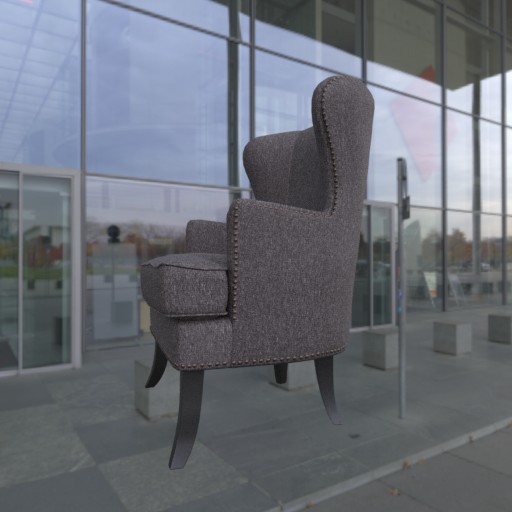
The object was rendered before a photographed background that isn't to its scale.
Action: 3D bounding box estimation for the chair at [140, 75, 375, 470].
[{"bbox_3d":[0.000,0.000,1.562,0.758,1.060,0.759,0,-1,-19],"label":"chair"}]
